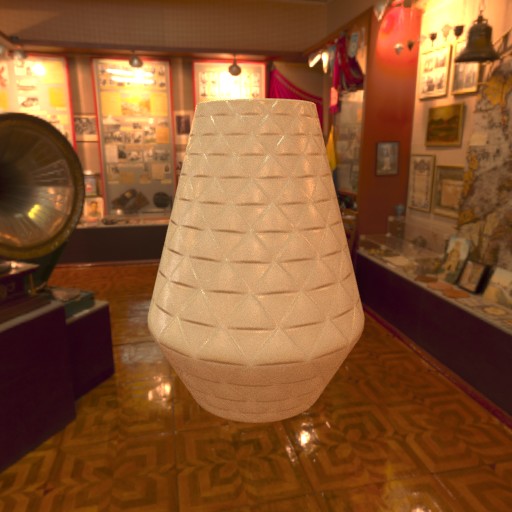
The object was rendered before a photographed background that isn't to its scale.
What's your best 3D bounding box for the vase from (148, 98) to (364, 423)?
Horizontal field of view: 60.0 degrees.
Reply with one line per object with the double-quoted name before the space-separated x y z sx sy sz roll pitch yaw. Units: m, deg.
"vase" 0.000 0.000 0.355 0.175 0.230 0.175 0 14 0
